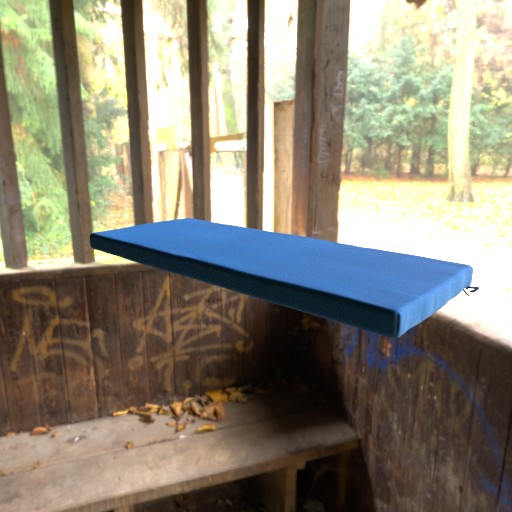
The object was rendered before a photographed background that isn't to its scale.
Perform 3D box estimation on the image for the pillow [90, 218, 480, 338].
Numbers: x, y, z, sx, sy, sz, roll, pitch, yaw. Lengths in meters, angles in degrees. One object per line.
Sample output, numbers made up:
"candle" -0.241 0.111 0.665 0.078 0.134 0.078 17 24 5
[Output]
"pillow" 0.000 0.000 1.363 1.187 0.081 0.492 12 19 40
